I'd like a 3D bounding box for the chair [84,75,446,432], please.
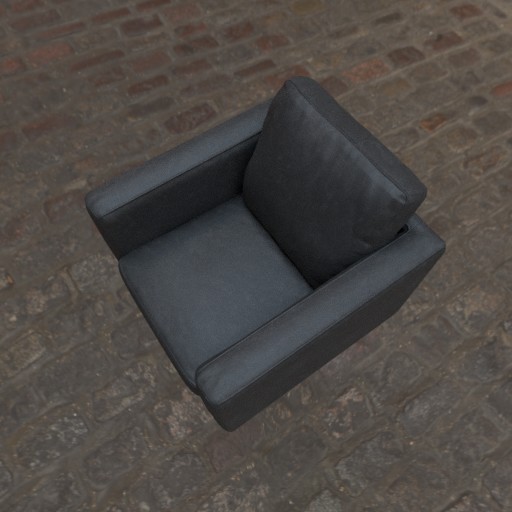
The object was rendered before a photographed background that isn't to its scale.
[{"bbox_3d":[0.000,0.000,1.585,0.879,0.898,0.831,-31,67,-15],"label":"chair"}]
